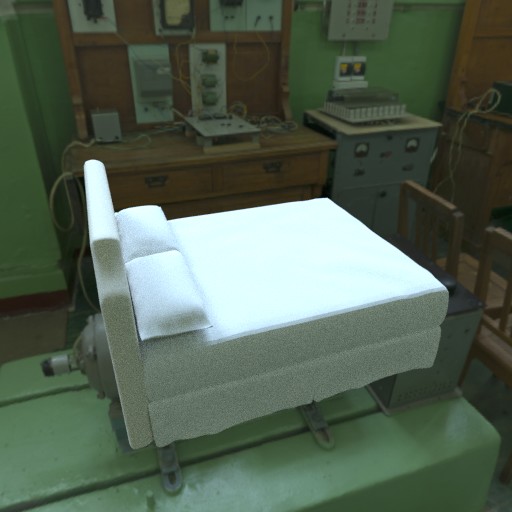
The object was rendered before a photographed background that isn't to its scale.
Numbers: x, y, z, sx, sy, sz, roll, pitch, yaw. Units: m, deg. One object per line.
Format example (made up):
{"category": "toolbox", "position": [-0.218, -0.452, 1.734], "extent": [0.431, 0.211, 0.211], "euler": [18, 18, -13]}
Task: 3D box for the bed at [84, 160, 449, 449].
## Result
{"category": "bed", "position": [0.000, 0.000, 3.856], "extent": [2.548, 1.524, 2.134], "euler": [-10, 31, -17]}
